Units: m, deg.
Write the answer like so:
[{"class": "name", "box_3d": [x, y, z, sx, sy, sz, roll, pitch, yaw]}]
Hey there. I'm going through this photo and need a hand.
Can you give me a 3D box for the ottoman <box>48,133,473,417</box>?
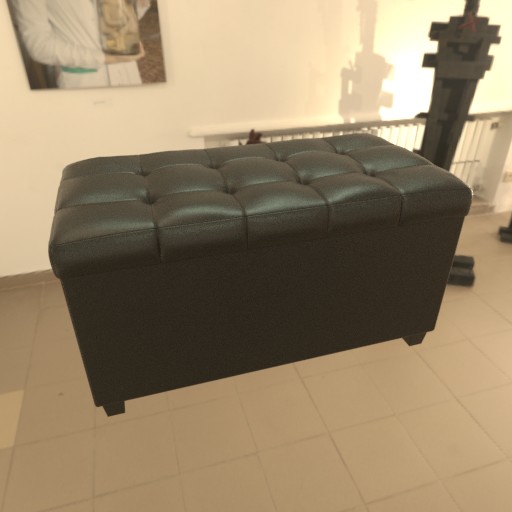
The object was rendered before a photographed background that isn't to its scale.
[{"class": "ottoman", "box_3d": [0.000, 0.000, 1.090, 0.838, 0.470, 0.432, -9, 32, -15]}]
